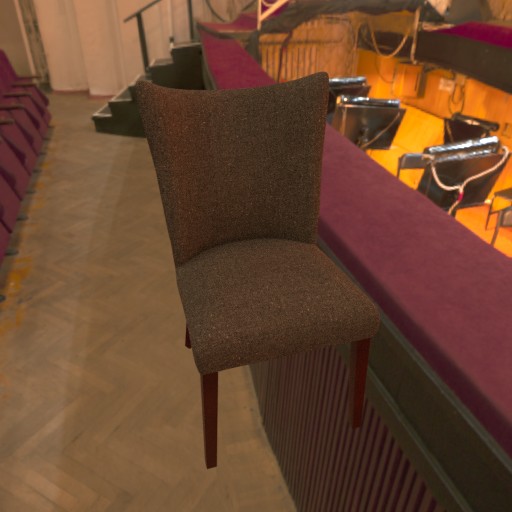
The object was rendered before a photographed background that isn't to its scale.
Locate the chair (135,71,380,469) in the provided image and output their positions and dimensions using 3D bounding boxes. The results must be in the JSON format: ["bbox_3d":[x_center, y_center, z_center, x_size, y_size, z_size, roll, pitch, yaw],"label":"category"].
[{"bbox_3d":[0.000,0.000,1.279,0.535,0.924,0.623,-9,33,-14],"label":"chair"}]
